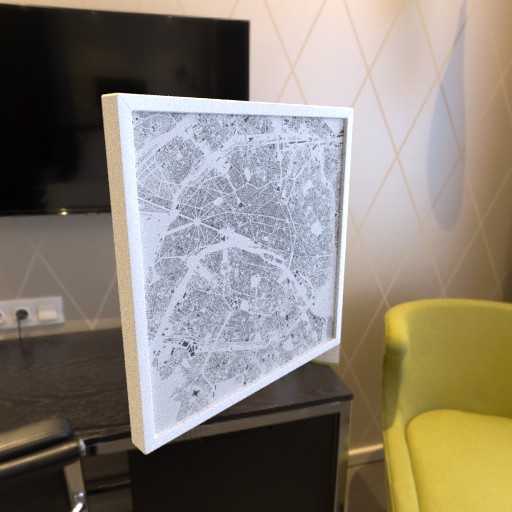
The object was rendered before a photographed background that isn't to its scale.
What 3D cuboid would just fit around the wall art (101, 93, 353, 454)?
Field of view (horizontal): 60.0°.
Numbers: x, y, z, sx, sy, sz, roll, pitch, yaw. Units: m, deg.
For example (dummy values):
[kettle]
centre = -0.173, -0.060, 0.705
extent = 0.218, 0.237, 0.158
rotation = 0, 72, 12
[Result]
[wall art]
centre = 0.000, 0.000, 0.777
extent = 0.038, 0.508, 0.508
rotation = 15, 22, 42
